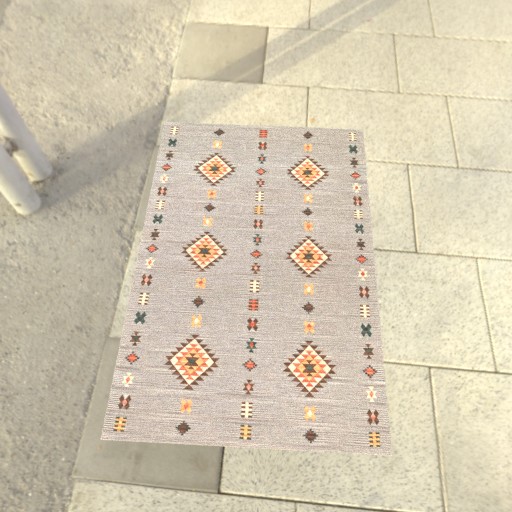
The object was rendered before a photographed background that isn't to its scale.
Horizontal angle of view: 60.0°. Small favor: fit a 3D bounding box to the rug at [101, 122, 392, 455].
[{"bbox_3d":[0.000,0.000,2.281,1.217,0.005,1.818,3,61,1],"label":"rug"}]
